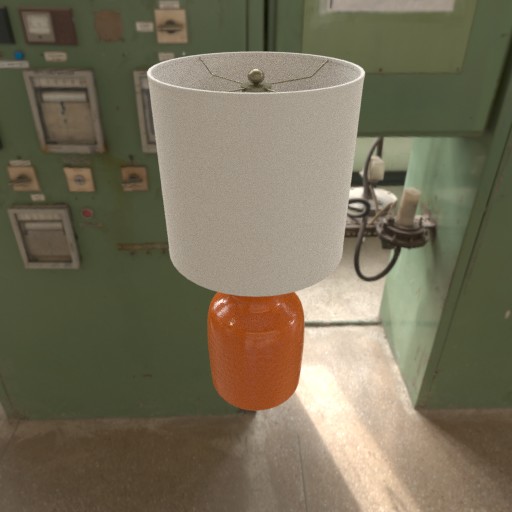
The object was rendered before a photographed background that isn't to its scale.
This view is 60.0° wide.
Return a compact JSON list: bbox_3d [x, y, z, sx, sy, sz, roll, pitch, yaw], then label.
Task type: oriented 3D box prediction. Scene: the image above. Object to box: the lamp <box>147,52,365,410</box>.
[{"bbox_3d":[0.000,0.000,1.101,0.418,0.871,0.418,0,33,0],"label":"lamp"}]
